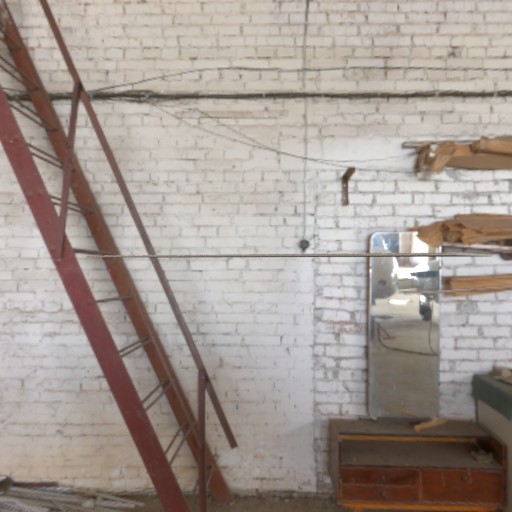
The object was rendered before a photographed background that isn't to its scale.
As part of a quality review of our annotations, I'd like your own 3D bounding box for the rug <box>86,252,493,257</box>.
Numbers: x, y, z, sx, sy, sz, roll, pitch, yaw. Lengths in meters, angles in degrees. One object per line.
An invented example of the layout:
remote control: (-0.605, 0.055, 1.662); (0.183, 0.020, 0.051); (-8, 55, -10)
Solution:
rug: (0.000, 0.000, 2.410); (2.196, 0.011, 0.662); (0, -1, 37)
